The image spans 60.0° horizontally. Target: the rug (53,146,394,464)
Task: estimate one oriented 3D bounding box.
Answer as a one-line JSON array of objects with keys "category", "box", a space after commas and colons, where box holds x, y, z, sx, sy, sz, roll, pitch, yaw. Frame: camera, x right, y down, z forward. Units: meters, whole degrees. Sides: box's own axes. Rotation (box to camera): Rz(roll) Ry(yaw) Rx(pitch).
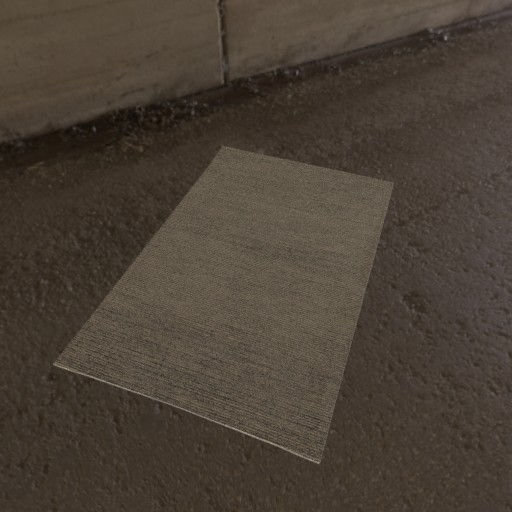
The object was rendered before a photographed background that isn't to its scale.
[{"category": "rug", "box": [0.000, 0.000, 2.283, 1.149, 0.021, 1.773, 15, 48, 14]}]
